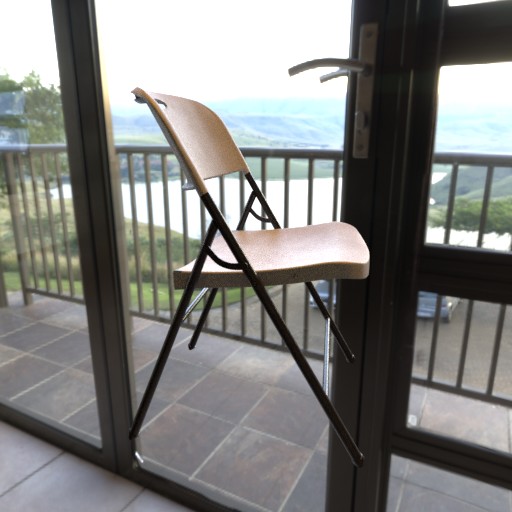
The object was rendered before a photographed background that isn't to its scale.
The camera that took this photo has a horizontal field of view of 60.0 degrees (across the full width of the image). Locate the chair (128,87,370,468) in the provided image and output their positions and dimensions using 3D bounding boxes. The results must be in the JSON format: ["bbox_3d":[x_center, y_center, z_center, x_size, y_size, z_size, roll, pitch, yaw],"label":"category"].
[{"bbox_3d":[0.000,0.000,1.143,0.566,0.810,0.494,3,16,9],"label":"chair"}]
